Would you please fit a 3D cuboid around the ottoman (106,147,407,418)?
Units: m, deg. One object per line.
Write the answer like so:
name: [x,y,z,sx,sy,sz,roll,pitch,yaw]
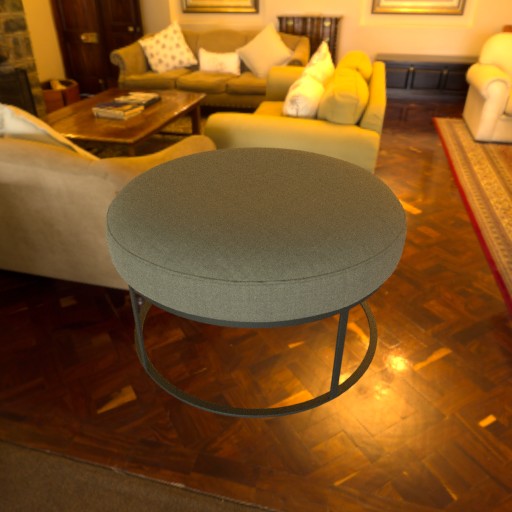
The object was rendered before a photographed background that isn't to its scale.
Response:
ottoman: [0.000,0.000,1.250,0.772,0.460,0.772,0,32,0]
